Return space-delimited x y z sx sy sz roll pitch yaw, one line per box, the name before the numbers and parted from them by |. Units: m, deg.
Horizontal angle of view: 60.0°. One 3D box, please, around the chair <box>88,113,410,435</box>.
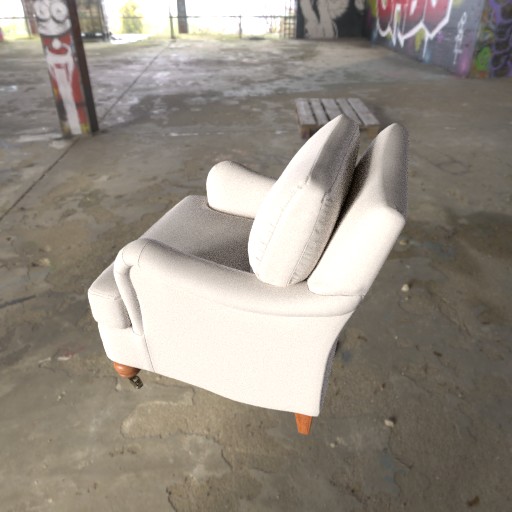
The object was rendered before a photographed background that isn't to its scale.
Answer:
chair | 0.000 0.000 1.848 1.070 1.038 0.955 9 32 14
